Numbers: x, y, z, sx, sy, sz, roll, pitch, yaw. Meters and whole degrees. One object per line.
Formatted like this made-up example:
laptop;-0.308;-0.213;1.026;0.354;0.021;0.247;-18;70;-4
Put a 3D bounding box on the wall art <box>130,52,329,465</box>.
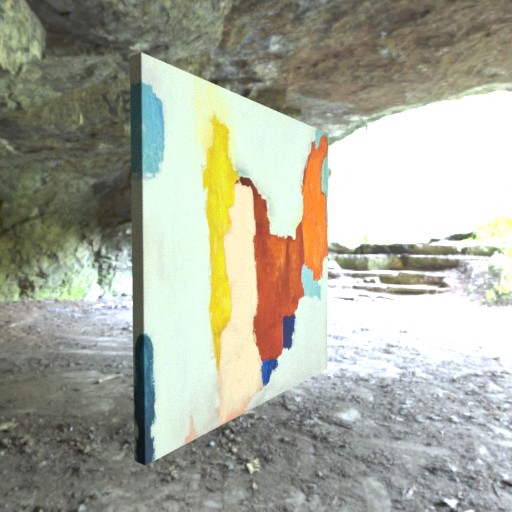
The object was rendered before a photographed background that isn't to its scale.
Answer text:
wall art;0.000;0.000;1.513;0.044;1.017;1.017;2;3;35
